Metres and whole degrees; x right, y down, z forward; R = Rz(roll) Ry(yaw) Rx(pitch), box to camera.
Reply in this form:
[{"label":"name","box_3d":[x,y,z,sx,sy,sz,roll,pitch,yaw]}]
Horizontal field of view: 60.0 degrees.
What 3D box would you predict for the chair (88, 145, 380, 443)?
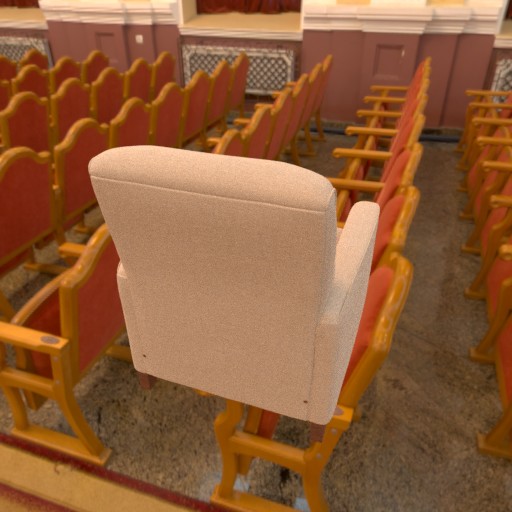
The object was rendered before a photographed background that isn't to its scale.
[{"label":"chair","box_3d":[0.000,0.000,1.691,0.841,1.023,0.858,11,34,17]}]
